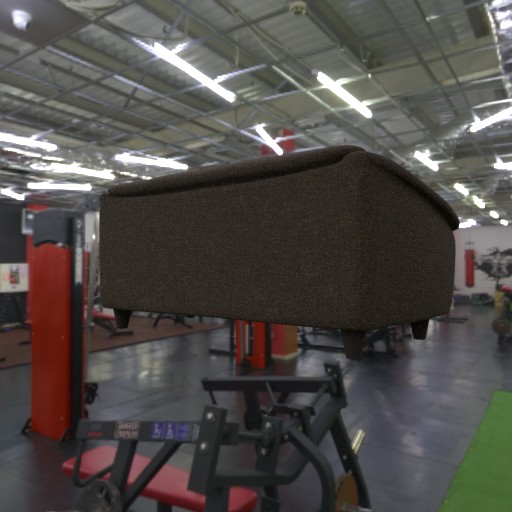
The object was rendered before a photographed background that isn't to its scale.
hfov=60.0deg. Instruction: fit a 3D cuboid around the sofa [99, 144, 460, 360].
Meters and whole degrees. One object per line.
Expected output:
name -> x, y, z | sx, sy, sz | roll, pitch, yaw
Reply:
sofa -> 0.000, 0.000, 2.312 | 1.849, 0.790, 0.887 | -1, -2, 36
